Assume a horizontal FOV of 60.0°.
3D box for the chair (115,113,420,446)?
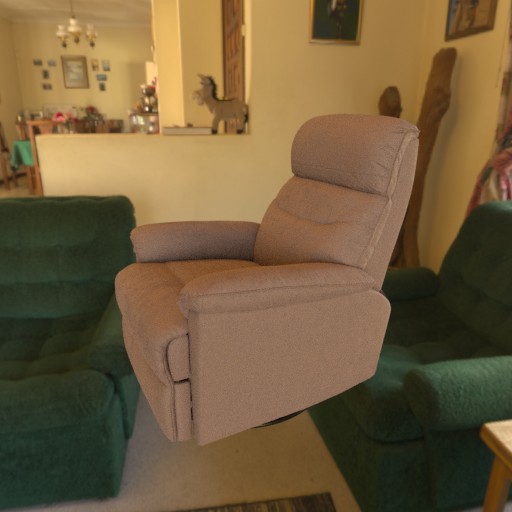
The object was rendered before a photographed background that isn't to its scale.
[{"bbox_3d":[0.000,0.000,1.696,1.004,1.037,0.820,-9,20,-25],"label":"chair"}]
